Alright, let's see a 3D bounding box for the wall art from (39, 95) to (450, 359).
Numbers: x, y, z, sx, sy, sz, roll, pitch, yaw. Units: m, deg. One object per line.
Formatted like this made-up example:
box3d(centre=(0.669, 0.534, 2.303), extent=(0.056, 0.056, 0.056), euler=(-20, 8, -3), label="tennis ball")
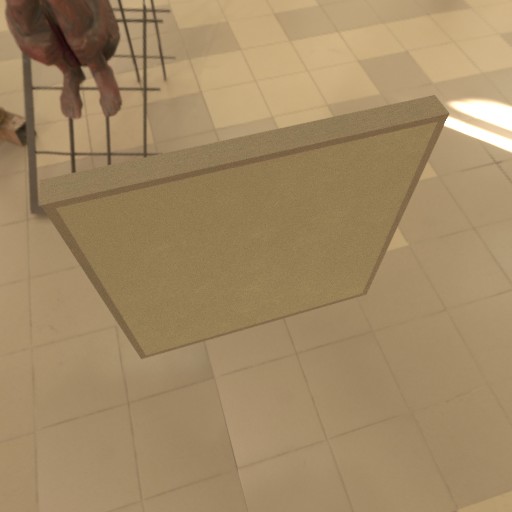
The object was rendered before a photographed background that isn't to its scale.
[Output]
box3d(centre=(0.000, 0.000, 0.753), extent=(0.508, 0.506, 0.038), euler=(-15, 59, -9), label="wall art")
